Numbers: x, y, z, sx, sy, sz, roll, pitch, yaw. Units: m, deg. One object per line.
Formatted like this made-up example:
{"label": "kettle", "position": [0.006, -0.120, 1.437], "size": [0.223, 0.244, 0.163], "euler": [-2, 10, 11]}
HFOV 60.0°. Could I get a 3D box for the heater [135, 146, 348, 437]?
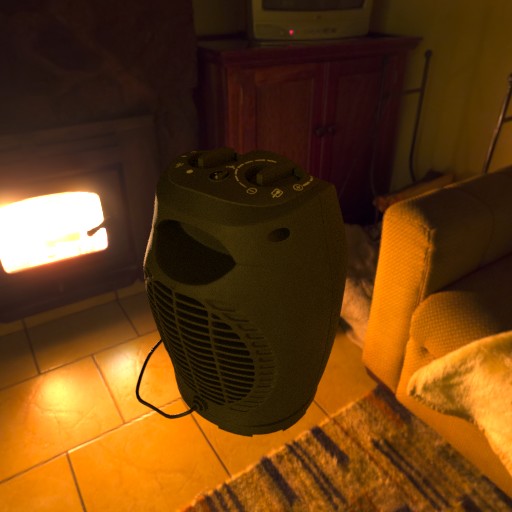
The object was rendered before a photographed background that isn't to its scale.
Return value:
{"label": "heater", "position": [0.000, 0.000, 0.476], "size": [0.239, 0.255, 0.291], "euler": [21, 37, 31]}
